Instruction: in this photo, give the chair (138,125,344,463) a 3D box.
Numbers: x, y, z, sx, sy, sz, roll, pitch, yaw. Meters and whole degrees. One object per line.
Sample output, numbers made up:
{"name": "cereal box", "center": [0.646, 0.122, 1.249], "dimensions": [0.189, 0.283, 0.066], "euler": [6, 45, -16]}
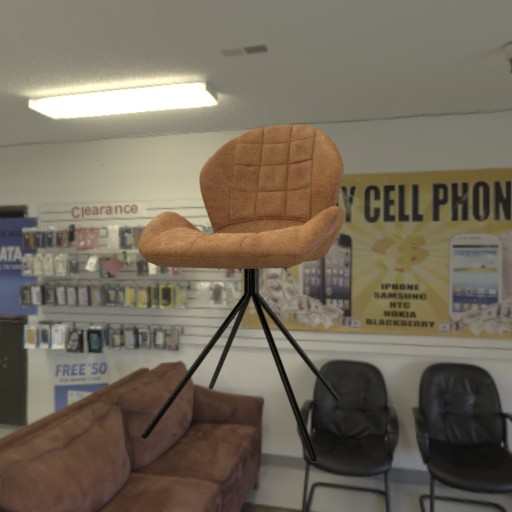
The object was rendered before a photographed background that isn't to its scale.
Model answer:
{"name": "chair", "center": [0.000, 0.000, 1.308], "dimensions": [0.527, 0.929, 0.640], "euler": [0, 0, 17]}
